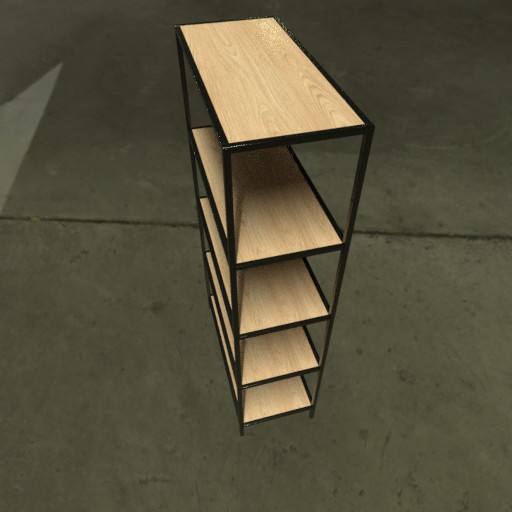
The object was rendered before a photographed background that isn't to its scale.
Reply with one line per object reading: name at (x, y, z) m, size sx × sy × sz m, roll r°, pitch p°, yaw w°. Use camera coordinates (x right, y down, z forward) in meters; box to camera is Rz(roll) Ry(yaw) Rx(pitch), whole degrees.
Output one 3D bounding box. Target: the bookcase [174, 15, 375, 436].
bookcase at (0.000, 0.000, 1.759) m, size 0.350 × 1.500 × 0.770 m, roll -11°, pitch 47°, yaw -10°
